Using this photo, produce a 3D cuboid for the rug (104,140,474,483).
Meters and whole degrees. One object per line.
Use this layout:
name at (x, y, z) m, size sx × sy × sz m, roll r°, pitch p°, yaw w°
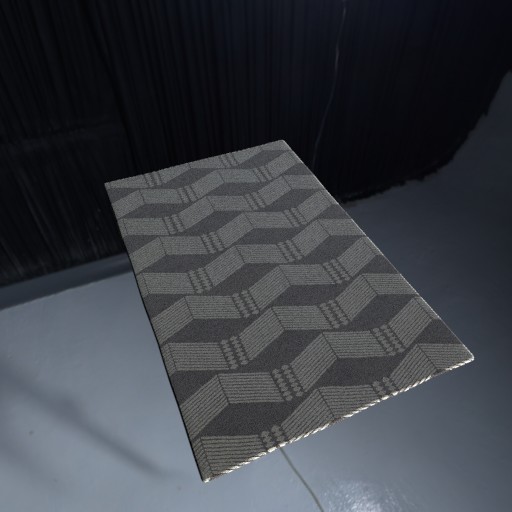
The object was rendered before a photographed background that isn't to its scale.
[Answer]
rug at (0.000, 0.000, 2.271) m, size 1.210 × 0.016 × 1.833 m, roll -18°, pitch 49°, yaw -16°
